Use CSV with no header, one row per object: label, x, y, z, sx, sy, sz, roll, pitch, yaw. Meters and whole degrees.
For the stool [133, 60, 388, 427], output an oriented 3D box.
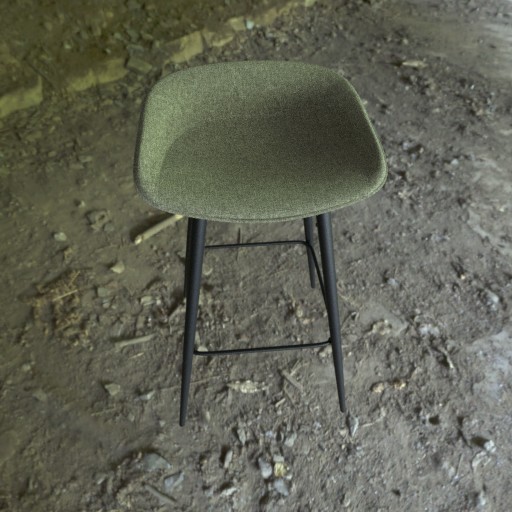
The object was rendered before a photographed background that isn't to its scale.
stool,0.000,0.000,1.118,0.469,0.814,0.480,-4,45,-4
